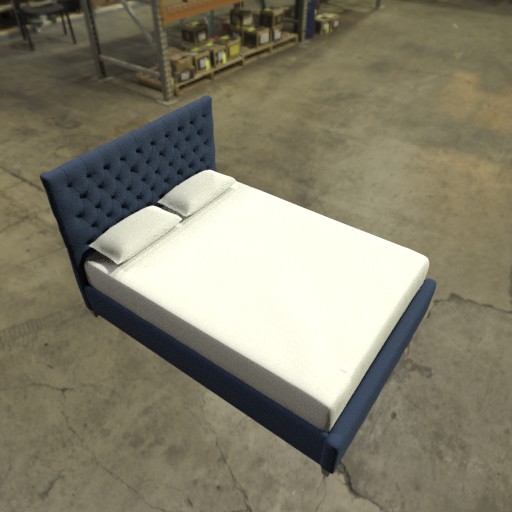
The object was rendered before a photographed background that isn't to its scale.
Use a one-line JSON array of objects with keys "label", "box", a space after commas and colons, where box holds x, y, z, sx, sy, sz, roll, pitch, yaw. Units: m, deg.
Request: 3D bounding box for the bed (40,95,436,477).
[{"label": "bed", "box": [0.000, 0.000, 3.381, 2.387, 1.427, 1.706, 26, 47, 26]}]
